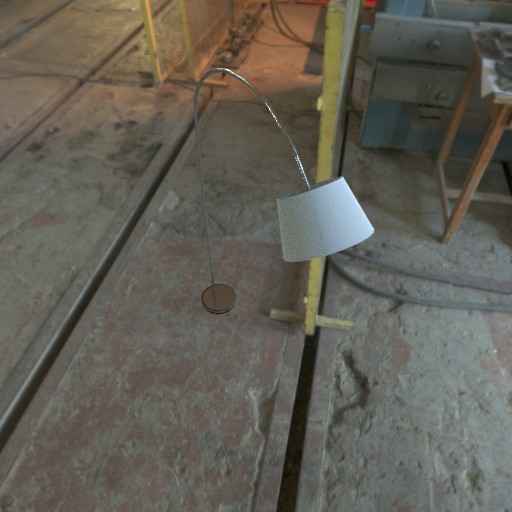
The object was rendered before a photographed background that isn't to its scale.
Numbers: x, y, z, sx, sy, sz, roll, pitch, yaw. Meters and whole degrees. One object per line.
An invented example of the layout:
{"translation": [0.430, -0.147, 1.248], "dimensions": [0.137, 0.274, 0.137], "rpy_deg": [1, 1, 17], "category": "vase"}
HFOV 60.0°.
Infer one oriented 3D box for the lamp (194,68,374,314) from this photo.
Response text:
{"translation": [0.000, 0.000, 2.661], "dimensions": [0.406, 2.098, 1.445], "rpy_deg": [-25, 51, -22], "category": "lamp"}
